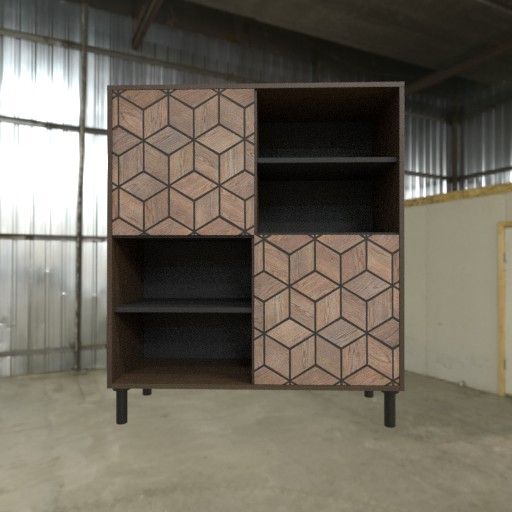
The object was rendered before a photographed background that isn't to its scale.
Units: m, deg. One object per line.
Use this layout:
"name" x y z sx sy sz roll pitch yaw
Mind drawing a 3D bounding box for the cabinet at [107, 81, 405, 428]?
"cabinet" 0.000 0.000 1.702 1.010 1.170 0.400 0 0 2
